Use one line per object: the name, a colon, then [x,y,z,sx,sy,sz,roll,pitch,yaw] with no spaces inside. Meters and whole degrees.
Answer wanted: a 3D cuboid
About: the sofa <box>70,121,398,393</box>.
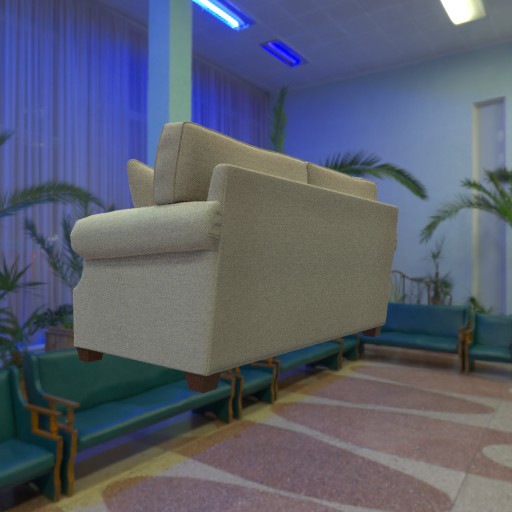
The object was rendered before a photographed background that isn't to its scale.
sofa: [0.000,0.000,2.343,0.966,0.966,1.701,0,-1,39]
